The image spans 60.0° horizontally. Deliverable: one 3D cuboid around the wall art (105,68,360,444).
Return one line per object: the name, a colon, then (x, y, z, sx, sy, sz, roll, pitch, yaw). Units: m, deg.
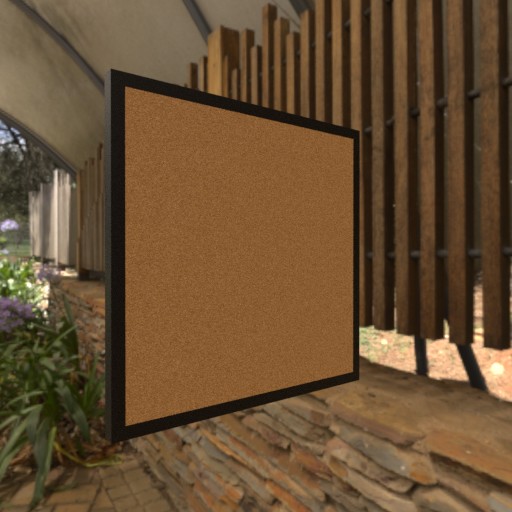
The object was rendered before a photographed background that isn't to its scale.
wall art: (0.000, 0.000, 1.142, 0.762, 0.762, 0.038, 0, 0, -37)
